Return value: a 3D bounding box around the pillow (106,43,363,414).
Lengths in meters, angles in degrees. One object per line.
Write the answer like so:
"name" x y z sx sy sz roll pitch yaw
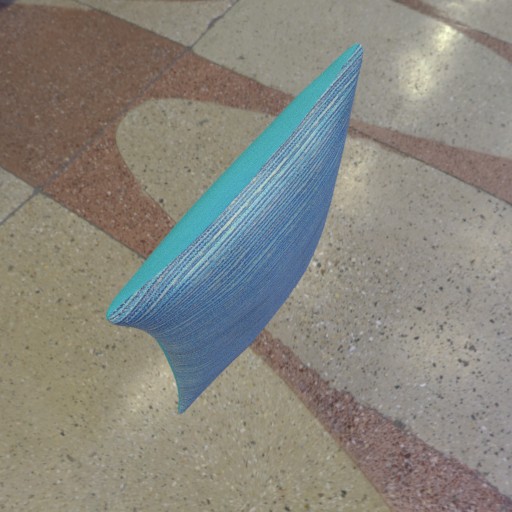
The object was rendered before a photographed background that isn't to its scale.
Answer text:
"pillow" 0.000 0.000 0.739 0.150 0.497 0.514 31 66 16
